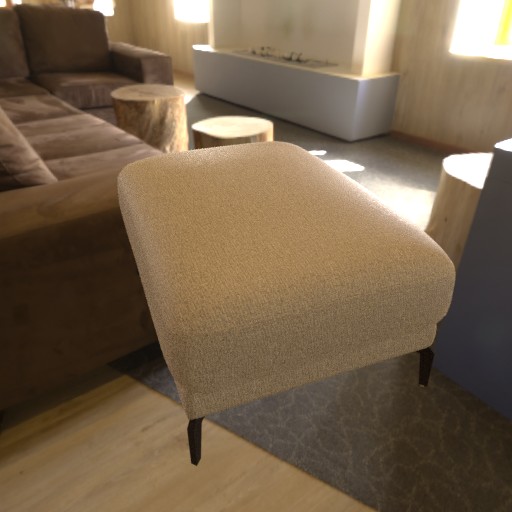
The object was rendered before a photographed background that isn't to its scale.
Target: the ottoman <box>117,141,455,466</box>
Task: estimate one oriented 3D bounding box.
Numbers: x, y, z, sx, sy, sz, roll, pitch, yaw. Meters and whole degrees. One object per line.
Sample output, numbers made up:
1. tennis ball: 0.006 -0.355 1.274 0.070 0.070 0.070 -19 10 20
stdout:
1. ottoman: 0.000 0.000 1.087 0.568 0.420 0.772 -11 33 -18
